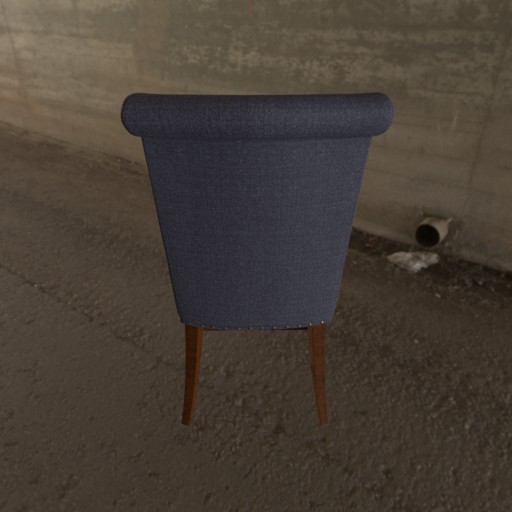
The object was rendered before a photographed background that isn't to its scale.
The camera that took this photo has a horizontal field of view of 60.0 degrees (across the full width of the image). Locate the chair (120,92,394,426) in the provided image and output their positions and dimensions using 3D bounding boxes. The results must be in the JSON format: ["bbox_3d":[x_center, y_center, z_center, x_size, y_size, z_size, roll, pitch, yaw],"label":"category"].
[{"bbox_3d":[0.000,0.000,1.291,0.513,0.988,0.608,0,30,-1],"label":"chair"}]
